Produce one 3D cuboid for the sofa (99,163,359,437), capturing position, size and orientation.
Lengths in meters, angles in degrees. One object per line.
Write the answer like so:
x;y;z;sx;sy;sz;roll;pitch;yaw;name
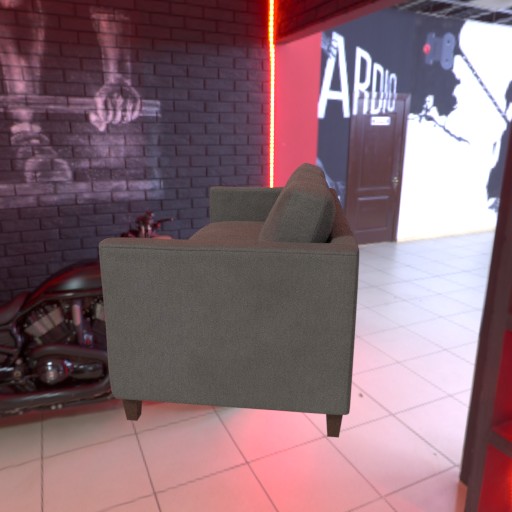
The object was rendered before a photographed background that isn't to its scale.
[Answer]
0.000;0.000;2.473;0.950;0.963;1.884;2;15;7;sofa
